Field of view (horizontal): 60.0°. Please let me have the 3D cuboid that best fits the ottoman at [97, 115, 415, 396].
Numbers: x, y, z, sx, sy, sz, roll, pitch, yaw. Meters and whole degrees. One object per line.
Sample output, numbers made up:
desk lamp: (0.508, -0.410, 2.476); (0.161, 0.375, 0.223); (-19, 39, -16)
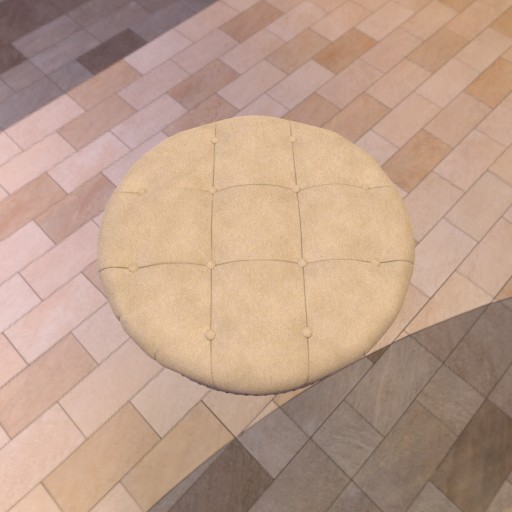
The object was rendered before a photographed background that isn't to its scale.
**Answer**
ottoman: (0.000, 0.000, 1.405); (0.901, 0.439, 0.901); (0, 63, 0)
